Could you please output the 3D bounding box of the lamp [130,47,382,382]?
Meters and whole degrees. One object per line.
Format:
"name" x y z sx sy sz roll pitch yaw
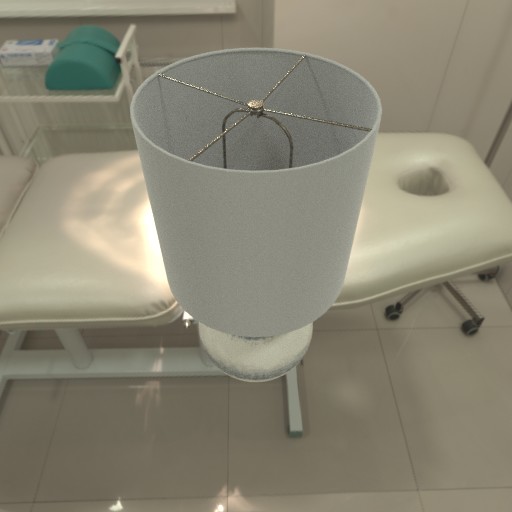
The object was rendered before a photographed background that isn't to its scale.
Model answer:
"lamp" 0.000 0.000 0.534 0.216 0.404 0.216 -1 47 -1
